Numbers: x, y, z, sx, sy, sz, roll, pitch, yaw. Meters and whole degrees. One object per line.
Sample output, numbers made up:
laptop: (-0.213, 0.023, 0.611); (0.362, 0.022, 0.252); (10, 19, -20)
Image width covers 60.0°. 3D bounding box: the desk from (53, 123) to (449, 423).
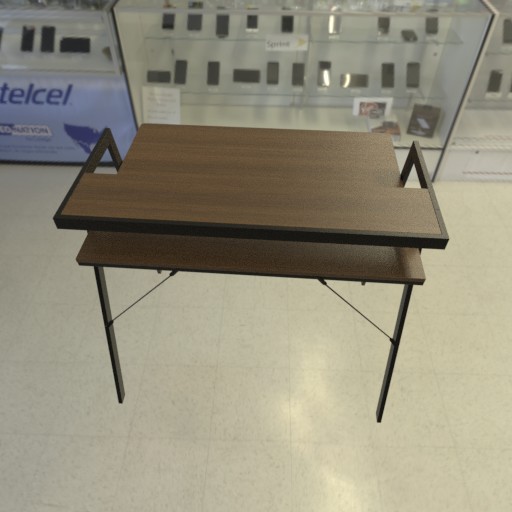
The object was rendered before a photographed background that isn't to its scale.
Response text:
desk: (0.000, 0.000, 1.882); (1.143, 0.998, 0.936); (3, 47, 3)
